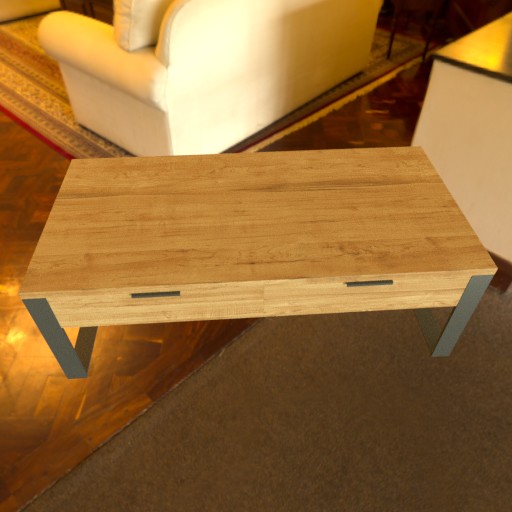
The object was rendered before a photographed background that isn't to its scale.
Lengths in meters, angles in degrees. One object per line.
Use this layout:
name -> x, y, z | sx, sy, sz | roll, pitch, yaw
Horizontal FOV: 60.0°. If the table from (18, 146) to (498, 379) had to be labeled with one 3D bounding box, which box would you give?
table -> 0.000, 0.000, 1.428 | 1.180, 0.400, 0.590 | -3, 45, -3
